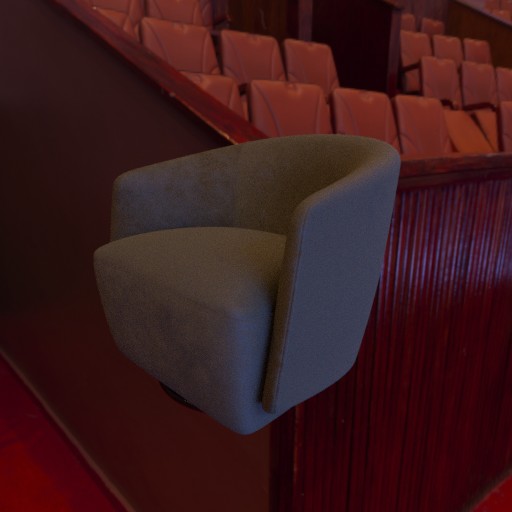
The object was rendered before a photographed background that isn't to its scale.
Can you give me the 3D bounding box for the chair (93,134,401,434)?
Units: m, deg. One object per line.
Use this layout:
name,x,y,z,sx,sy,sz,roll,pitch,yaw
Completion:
chair,0.000,0.000,1.327,0.767,0.698,0.773,-15,22,-42
